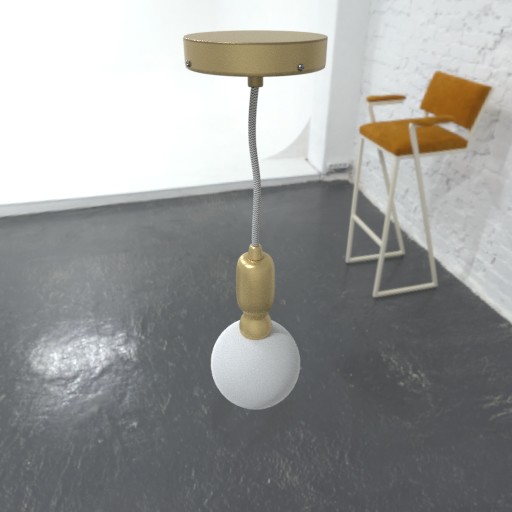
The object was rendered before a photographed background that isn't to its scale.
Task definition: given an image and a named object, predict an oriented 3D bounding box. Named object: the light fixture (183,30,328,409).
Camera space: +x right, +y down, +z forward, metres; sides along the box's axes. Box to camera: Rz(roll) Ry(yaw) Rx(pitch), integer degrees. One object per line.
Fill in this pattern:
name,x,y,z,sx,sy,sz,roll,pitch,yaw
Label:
light fixture,0.000,0.000,0.571,0.147,0.510,0.146,-20,36,-29
